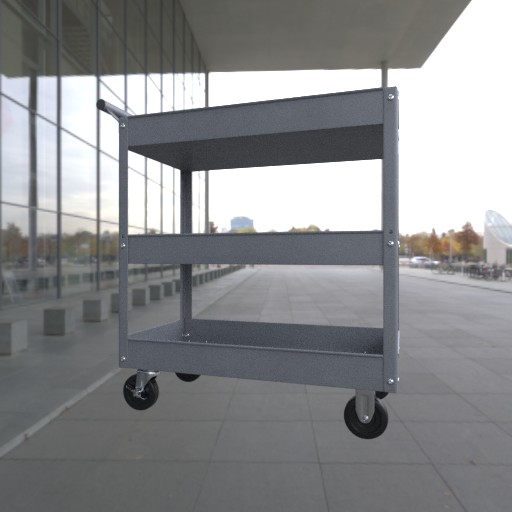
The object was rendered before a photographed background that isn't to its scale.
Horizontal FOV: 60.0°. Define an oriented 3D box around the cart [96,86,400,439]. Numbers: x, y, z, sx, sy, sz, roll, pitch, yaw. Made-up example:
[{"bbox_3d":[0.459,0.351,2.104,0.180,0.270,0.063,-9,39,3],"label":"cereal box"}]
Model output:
[{"bbox_3d":[0.000,0.000,1.166,0.719,0.780,0.366,0,0,18],"label":"cart"}]
